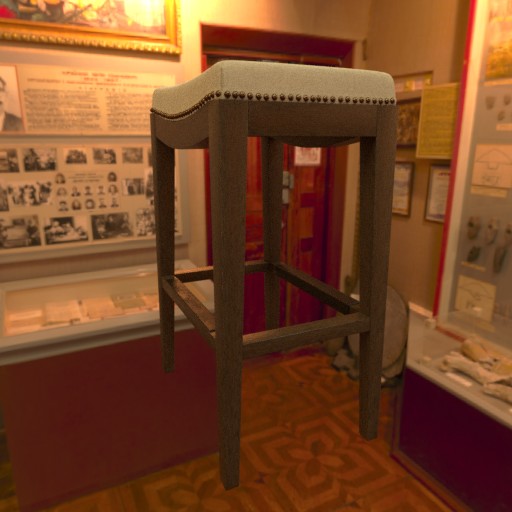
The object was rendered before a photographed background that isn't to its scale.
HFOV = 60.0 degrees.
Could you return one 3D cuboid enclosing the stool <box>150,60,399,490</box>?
[{"bbox_3d":[0.000,0.000,1.021,0.358,0.759,0.498,-7,17,-24],"label":"stool"}]
